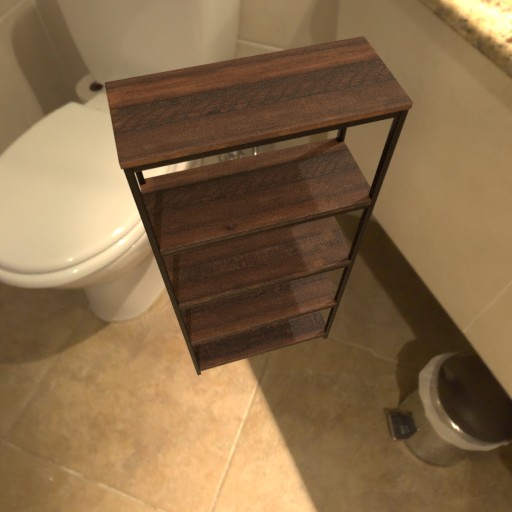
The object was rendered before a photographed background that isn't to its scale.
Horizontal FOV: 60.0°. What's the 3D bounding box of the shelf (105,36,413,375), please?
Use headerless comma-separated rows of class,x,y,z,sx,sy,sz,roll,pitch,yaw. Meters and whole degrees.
shelf,0.000,0.000,2.135,0.874,1.860,0.359,-14,59,-9
